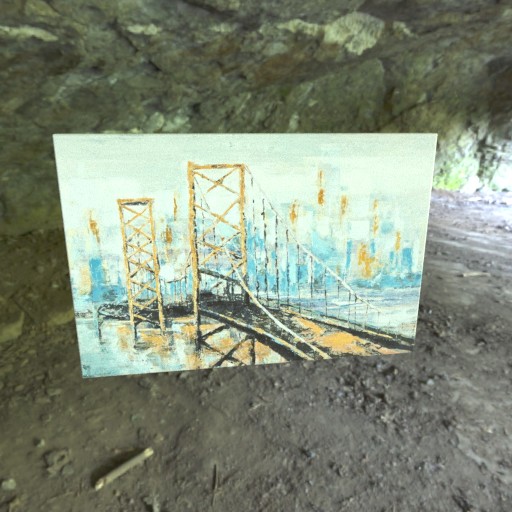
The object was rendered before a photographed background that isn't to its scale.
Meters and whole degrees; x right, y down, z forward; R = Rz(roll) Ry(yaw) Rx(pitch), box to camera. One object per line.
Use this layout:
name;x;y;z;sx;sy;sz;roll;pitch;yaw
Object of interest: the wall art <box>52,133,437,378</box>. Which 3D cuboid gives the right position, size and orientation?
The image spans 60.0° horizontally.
wall art;0.000;0.000;1.143;0.913;0.609;0.038;-2;16;-8
